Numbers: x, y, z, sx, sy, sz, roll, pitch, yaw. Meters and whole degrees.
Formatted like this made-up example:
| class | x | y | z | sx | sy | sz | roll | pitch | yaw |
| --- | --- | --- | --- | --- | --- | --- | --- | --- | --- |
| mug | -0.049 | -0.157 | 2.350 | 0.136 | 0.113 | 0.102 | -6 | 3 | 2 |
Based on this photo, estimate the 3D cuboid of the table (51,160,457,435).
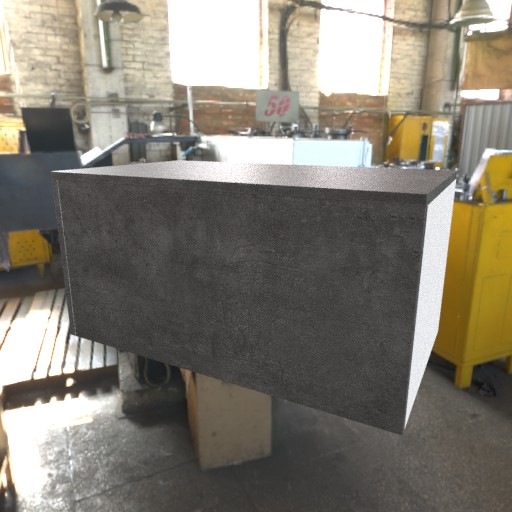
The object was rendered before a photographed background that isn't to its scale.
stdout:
| class | x | y | z | sx | sy | sz | roll | pitch | yaw |
| --- | --- | --- | --- | --- | --- | --- | --- | --- | --- |
| table | 0.000 | 0.000 | 0.925 | 0.700 | 0.350 | 0.400 | 8 | 18 | 27 |
